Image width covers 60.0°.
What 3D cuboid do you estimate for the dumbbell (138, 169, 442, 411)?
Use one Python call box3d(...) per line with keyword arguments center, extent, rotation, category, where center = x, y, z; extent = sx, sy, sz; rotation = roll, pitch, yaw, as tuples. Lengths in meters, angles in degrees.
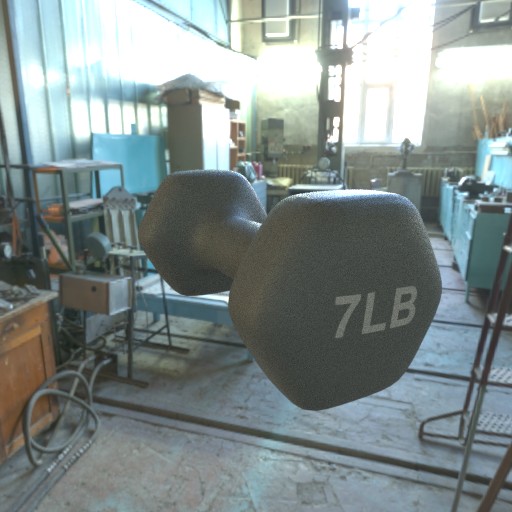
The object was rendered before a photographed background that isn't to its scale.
box3d(center=(0.000, 0.000, 0.232), extent=(0.090, 0.081, 0.184), rotation=(-7, 16, -26), category="dumbbell")
